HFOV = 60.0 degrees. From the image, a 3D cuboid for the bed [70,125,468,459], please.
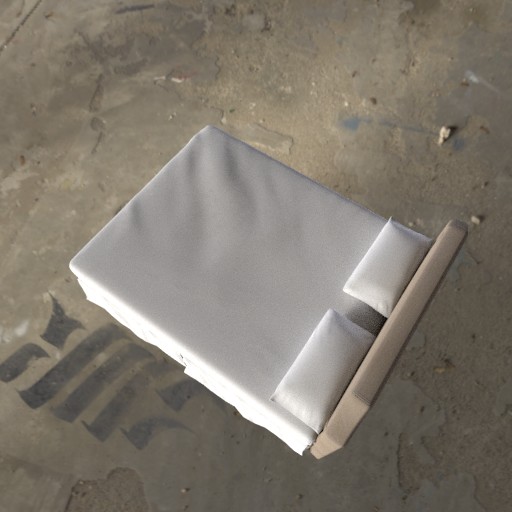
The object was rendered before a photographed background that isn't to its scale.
[{"bbox_3d":[0.000,0.000,3.552,2.498,1.293,1.977,32,67,16],"label":"bed"}]
